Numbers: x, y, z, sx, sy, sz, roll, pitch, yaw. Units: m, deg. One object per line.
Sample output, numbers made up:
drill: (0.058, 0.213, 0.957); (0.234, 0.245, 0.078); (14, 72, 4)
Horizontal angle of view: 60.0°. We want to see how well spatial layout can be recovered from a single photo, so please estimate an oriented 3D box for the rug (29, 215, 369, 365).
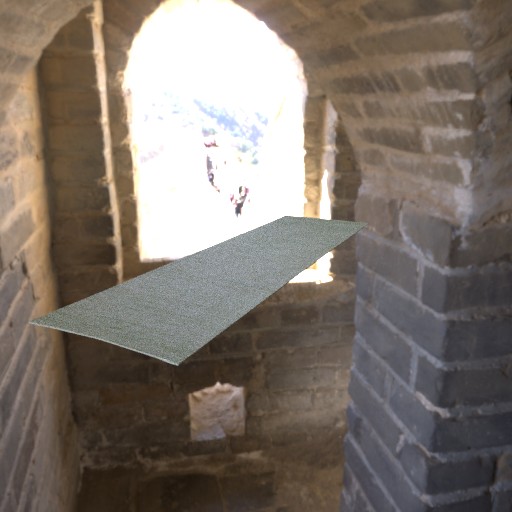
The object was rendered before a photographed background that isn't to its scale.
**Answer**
rug: (0.000, 0.000, 2.493); (0.686, 0.013, 2.340); (9, 18, 27)
